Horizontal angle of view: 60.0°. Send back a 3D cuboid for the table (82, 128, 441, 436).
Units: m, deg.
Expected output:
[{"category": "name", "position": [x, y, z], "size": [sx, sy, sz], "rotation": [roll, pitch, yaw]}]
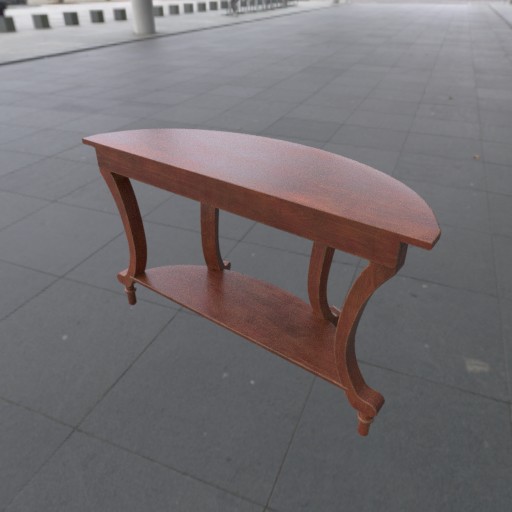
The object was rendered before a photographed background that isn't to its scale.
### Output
[{"category": "table", "position": [0.000, 0.000, 1.529], "size": [1.198, 0.699, 0.394], "rotation": [22, 38, 31]}]
